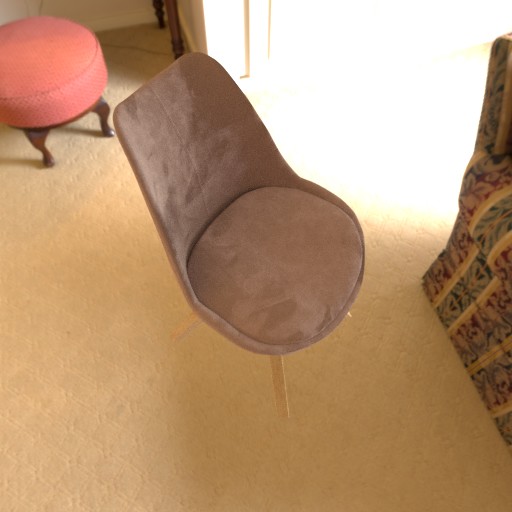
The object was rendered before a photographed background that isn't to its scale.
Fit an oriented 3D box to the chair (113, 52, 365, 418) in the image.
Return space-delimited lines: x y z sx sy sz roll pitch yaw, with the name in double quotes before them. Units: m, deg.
"chair" 0.000 0.000 1.157 0.550 0.850 0.485 30 63 17
